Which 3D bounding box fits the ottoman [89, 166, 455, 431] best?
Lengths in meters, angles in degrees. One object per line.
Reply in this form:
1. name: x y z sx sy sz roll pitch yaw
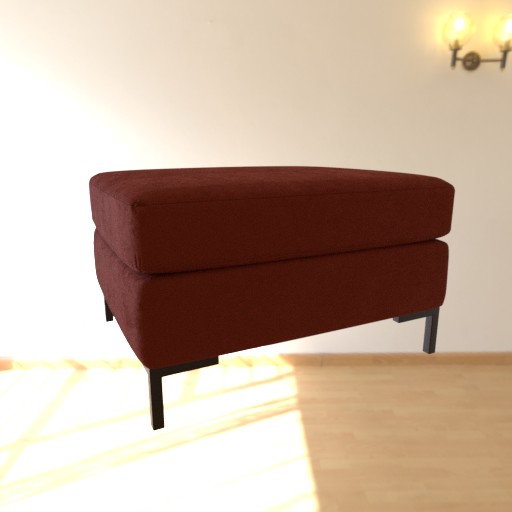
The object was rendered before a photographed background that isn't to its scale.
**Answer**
1. ottoman: 0.000 0.000 1.201 0.782 0.462 0.650 -7 16 -25
